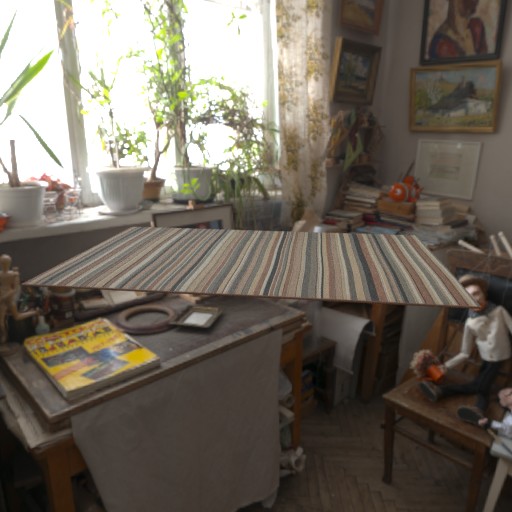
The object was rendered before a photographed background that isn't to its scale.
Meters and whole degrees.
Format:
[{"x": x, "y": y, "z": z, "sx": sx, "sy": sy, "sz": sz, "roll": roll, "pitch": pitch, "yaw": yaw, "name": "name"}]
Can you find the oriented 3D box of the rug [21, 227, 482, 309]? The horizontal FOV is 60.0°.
[{"x": 0.000, "y": 0.000, "z": 3.042, "sx": 2.438, "sy": 0.014, "sz": 1.523, "roll": 2, "pitch": 16, "yaw": 8, "name": "rug"}]
